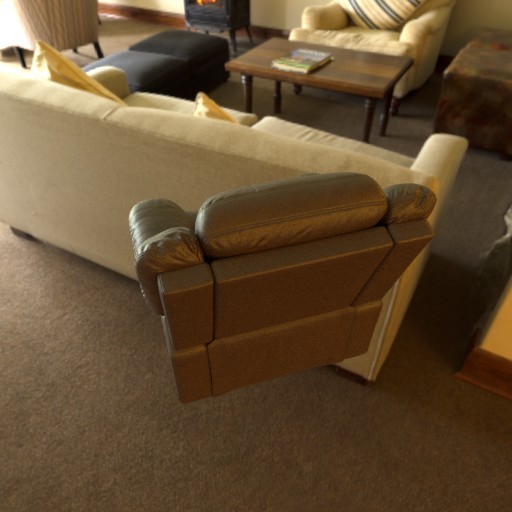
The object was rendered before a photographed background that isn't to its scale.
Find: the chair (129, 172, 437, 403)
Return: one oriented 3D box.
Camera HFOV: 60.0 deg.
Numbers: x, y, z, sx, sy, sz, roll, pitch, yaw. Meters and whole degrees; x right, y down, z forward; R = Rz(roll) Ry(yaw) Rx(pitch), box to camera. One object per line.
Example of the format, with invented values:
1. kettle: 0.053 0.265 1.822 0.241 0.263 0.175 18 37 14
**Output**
1. chair: 0.000 0.000 1.733 0.899 1.009 0.934 -12 42 -13
